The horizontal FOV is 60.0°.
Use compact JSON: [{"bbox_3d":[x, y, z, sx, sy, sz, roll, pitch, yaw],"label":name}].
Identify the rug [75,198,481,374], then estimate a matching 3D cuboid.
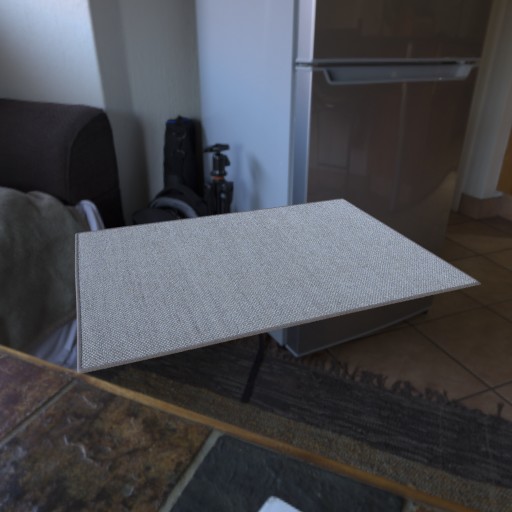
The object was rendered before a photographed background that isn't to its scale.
[{"bbox_3d":[0.000,0.000,2.764,2.115,0.013,1.517,-9,28,-18],"label":"rug"}]
